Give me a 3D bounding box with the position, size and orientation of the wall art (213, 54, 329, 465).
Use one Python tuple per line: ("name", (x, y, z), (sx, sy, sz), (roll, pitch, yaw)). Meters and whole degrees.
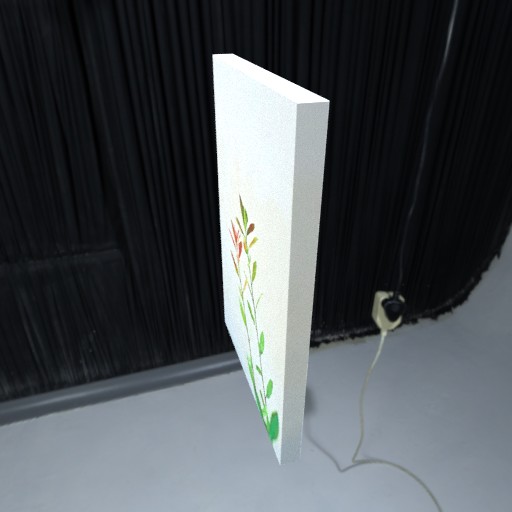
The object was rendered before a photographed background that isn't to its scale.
("wall art", (0.000, 0.000, 0.787), (0.038, 0.611, 0.408), (-9, 32, -14))
